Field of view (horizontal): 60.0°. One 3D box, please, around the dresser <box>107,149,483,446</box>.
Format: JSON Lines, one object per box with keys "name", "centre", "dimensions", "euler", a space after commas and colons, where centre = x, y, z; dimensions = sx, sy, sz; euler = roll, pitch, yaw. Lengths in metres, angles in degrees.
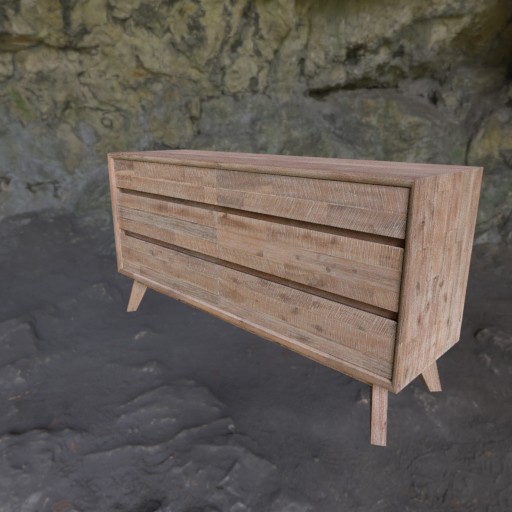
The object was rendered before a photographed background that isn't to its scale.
{"name": "dresser", "centre": [0.000, 0.000, 1.869], "dimensions": [1.554, 0.805, 0.455], "euler": [15, 22, 42]}
